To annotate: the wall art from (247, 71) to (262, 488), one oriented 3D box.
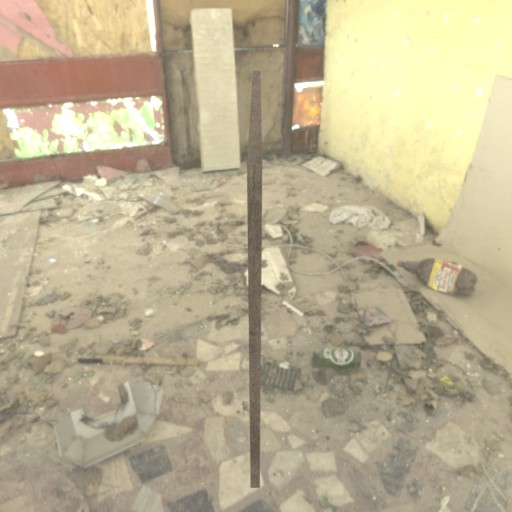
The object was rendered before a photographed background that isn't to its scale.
[{"bbox_3d":[0.000,0.000,0.676,0.013,0.457,0.457,0,31,0],"label":"wall art"}]
